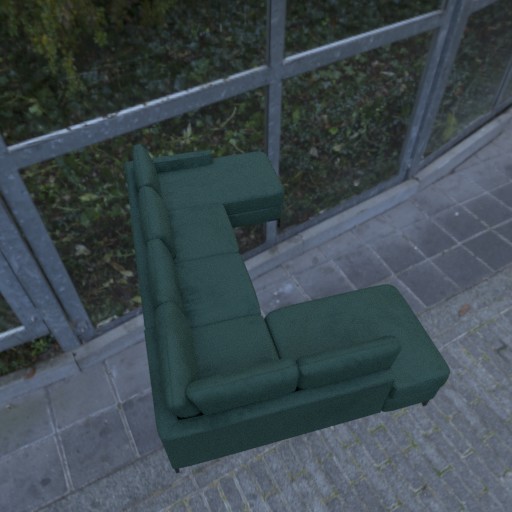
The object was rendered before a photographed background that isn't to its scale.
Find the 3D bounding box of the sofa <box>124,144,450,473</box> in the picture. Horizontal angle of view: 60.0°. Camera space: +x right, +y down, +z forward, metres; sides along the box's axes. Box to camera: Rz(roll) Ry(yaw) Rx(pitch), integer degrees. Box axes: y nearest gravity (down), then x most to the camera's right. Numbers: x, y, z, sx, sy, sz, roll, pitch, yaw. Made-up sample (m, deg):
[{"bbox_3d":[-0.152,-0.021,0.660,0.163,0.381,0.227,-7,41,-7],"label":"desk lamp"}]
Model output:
[{"bbox_3d":[0.000,0.000,3.859,1.992,0.861,2.994,-11,47,-11],"label":"sofa"}]
